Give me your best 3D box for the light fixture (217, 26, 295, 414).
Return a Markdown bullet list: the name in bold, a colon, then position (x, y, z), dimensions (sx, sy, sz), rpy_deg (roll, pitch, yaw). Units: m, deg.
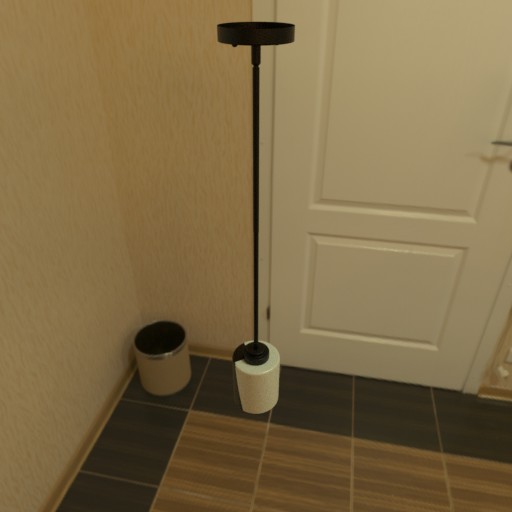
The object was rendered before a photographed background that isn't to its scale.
- **light fixture**: position (0.000, 0.000, 0.931), dimensions (0.123, 0.863, 0.123), rpy_deg (-10, 34, -15)
